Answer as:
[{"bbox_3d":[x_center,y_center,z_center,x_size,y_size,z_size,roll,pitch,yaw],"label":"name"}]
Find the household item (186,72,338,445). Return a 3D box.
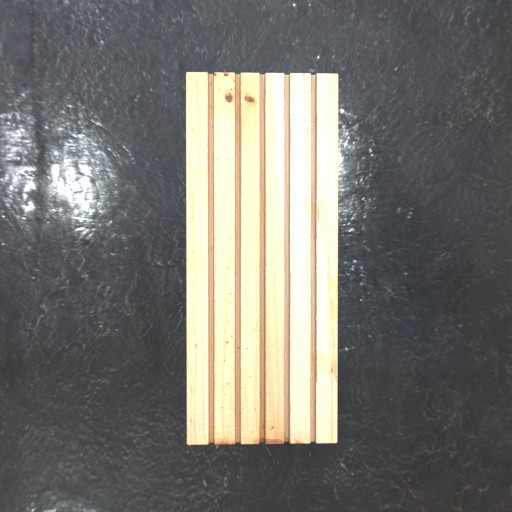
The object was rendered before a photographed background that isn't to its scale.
[{"bbox_3d":[0.000,0.000,0.562,0.123,0.407,0.301,0,91,-1],"label":"household item"}]
